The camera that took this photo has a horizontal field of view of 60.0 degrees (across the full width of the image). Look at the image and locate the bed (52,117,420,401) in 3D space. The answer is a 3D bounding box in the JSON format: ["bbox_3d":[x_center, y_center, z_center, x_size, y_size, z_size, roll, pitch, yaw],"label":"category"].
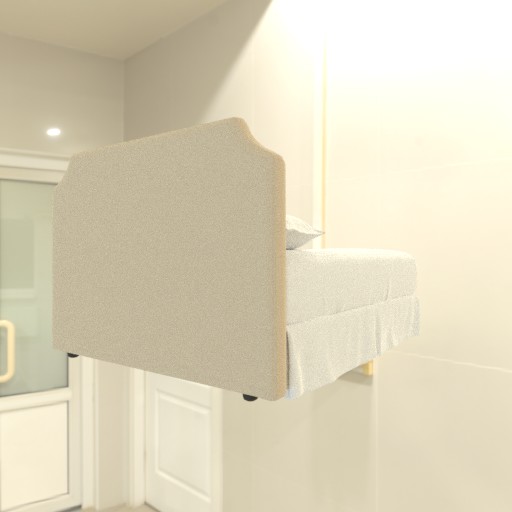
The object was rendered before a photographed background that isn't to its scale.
[{"bbox_3d":[0.000,0.000,3.826,2.134,1.524,2.548,0,1,36],"label":"bed"}]
